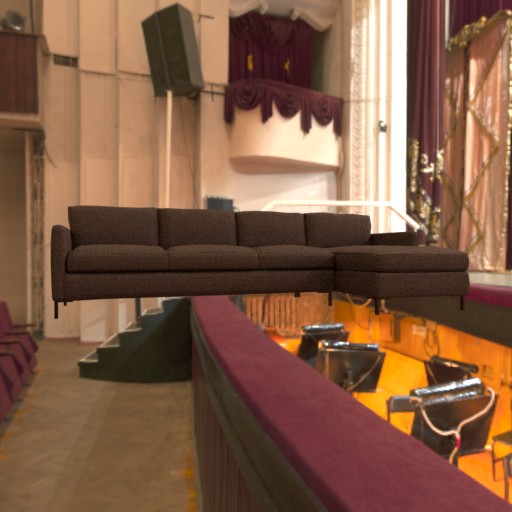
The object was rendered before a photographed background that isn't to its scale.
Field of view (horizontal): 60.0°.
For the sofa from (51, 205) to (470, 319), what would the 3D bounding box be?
[{"bbox_3d":[0.000,0.000,3.775,3.221,0.892,1.483,0,1,-19],"label":"sofa"}]
